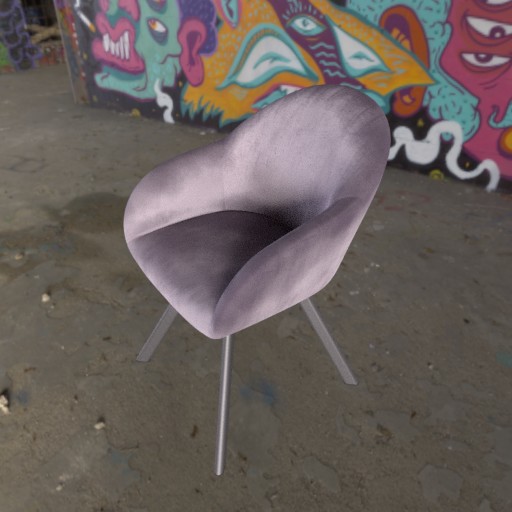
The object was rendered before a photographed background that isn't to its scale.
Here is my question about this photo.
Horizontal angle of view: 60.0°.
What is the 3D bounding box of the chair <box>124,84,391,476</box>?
[{"bbox_3d":[0.000,0.000,1.173,0.590,0.795,0.550,-21,38,-30],"label":"chair"}]
